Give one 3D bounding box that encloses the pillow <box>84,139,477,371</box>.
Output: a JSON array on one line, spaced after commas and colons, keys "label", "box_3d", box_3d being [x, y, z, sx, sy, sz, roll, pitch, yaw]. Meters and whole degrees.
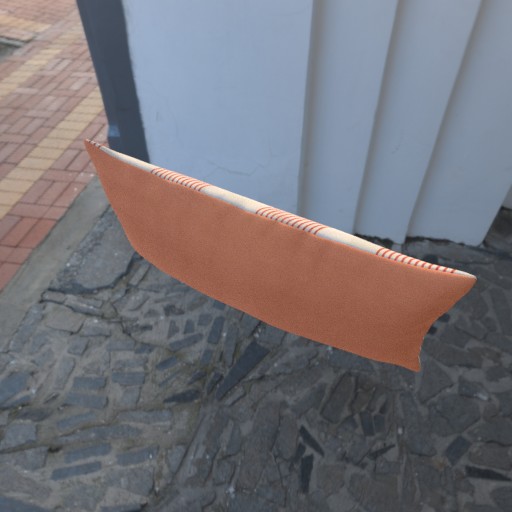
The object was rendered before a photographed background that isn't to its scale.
[{"label": "pillow", "box_3d": [0.000, 0.000, 0.727, 0.608, 0.292, 0.156, 22, 50, 20]}]
